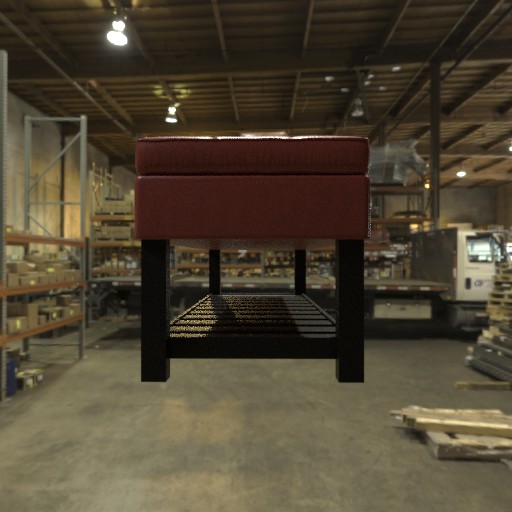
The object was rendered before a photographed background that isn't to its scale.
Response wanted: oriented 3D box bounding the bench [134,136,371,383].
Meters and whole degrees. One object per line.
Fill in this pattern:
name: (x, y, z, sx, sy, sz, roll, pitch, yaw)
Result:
bench: (0.000, 0.000, 1.335, 0.432, 0.460, 1.105, 0, 0, 1)
